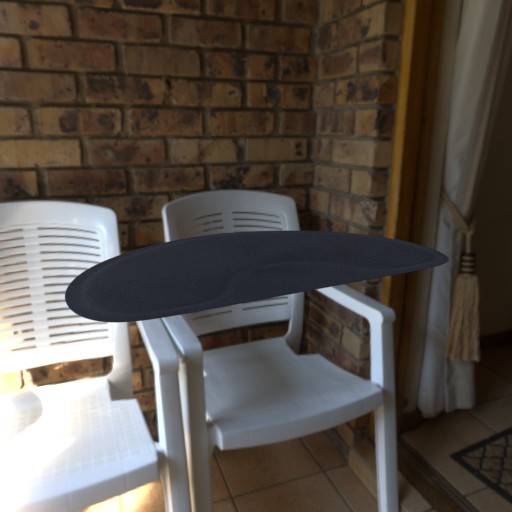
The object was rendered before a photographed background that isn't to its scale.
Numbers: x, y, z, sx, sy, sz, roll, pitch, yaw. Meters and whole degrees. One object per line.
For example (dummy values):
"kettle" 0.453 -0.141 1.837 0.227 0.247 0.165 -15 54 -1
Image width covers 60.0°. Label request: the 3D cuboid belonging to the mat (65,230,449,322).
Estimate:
"mat" 0.000 0.000 1.877 1.524 0.013 0.913 -8 18 -26
